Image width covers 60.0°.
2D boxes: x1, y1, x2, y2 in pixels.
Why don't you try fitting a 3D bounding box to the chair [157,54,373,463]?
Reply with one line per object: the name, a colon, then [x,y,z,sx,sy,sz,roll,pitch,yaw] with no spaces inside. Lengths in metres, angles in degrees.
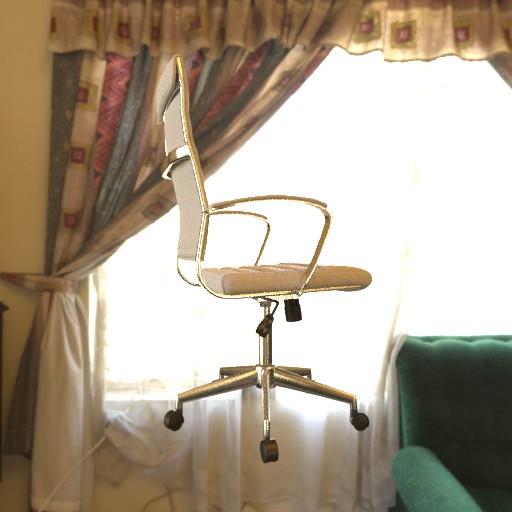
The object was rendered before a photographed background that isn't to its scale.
chair: [0.000,0.000,1.553,0.667,1.149,0.679,0,1,-18]
